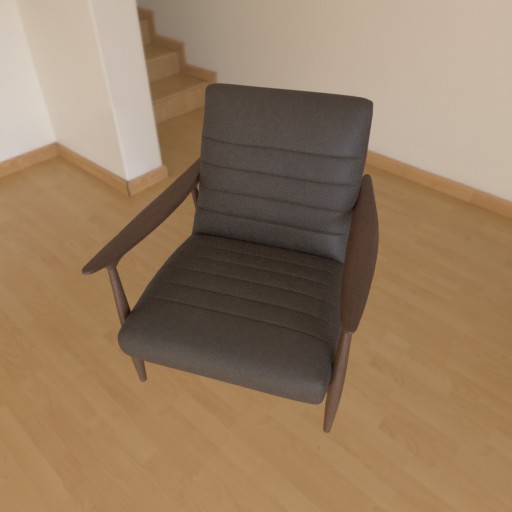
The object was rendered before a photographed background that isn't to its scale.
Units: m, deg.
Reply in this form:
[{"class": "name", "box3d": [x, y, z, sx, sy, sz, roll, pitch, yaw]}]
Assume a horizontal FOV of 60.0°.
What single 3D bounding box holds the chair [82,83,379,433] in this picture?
[{"class": "chair", "box3d": [0.000, 0.000, 1.446, 0.741, 0.831, 0.798, 11, 42, 13]}]
